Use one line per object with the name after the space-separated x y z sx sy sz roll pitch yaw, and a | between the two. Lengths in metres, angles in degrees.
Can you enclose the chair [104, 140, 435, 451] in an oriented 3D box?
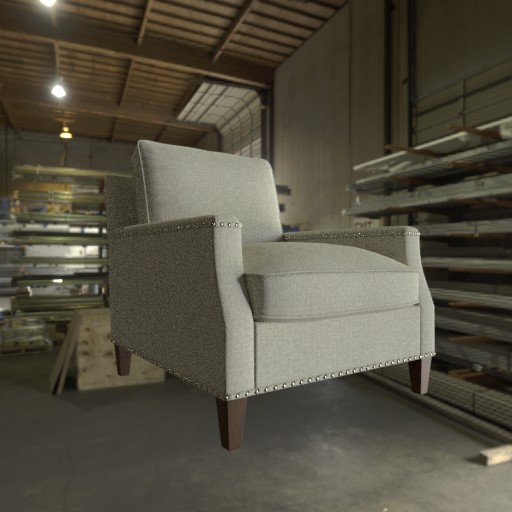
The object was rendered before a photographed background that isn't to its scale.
0.000 0.000 1.674 0.853 0.943 1.014 0 0 -35 | chair
